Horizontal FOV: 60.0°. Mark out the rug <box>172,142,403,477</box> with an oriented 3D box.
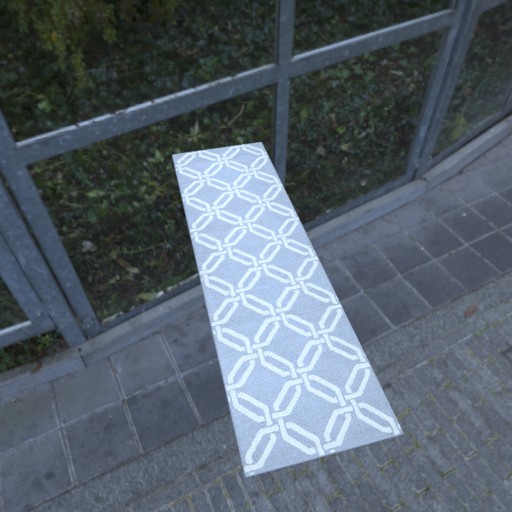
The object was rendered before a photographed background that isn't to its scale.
[{"bbox_3d":[0.000,0.000,2.536,0.678,0.014,2.276,-11,47,-10],"label":"rug"}]
